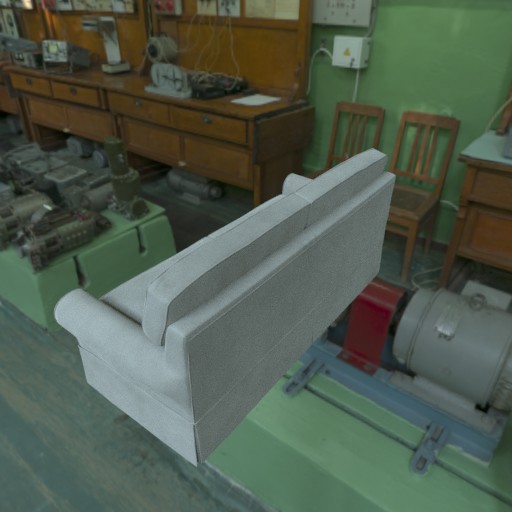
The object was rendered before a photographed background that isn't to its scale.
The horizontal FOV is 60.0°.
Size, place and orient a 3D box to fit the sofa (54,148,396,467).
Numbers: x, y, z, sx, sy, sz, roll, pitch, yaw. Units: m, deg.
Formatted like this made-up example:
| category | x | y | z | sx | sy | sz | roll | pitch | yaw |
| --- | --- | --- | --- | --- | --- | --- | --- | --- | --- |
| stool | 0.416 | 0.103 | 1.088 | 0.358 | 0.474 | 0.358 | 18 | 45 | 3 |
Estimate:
| category | x | y | z | sx | sy | sz | roll | pitch | yaw |
| --- | --- | --- | --- | --- | --- | --- | --- | --- | --- |
| sofa | 0.000 | 0.000 | 2.777 | 0.900 | 1.014 | 2.246 | 21 | 37 | 31 |
